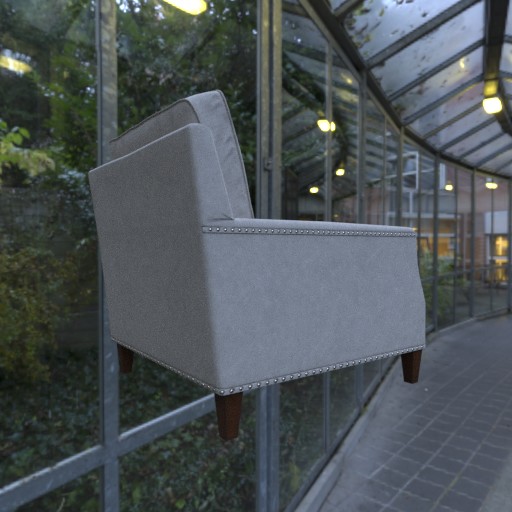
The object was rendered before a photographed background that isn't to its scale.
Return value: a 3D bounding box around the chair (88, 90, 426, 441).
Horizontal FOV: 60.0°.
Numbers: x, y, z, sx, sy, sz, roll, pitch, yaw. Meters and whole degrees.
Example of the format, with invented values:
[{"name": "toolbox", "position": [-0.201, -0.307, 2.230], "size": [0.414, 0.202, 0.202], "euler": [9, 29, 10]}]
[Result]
[{"name": "chair", "position": [0.000, 0.000, 1.698], "size": [1.014, 0.943, 0.853], "euler": [-1, 1, -36]}]
